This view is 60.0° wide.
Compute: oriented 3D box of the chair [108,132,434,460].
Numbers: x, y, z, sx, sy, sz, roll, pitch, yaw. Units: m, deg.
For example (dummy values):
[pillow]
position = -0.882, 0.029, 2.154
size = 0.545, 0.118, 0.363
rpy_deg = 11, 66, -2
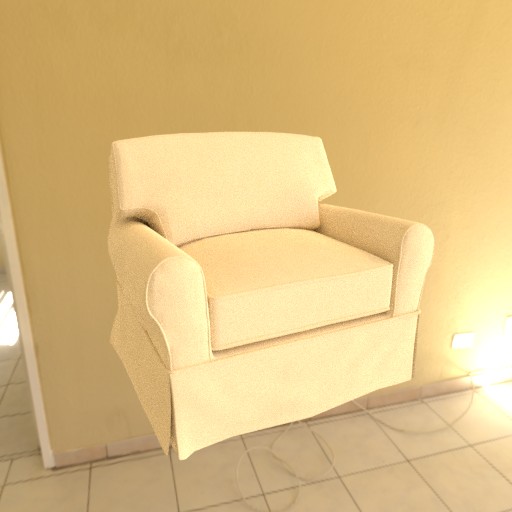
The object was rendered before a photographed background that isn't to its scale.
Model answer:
[chair]
position = 0.000, 0.000, 1.799
size = 1.099, 0.958, 0.904
rpy_deg = -8, 19, -25
